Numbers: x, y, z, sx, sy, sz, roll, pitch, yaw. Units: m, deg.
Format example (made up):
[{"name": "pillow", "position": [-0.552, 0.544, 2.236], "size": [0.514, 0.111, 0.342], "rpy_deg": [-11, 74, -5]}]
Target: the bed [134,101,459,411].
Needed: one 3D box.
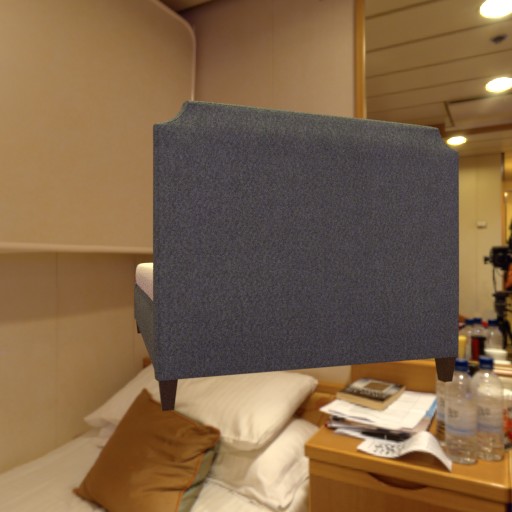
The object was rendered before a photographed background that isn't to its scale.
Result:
[{"name": "bed", "position": [0.000, 0.000, 3.359], "size": [1.712, 1.443, 2.372], "rpy_deg": [0, -1, -18]}]
